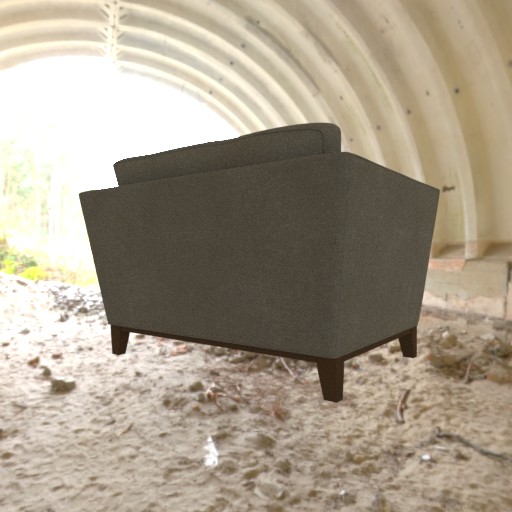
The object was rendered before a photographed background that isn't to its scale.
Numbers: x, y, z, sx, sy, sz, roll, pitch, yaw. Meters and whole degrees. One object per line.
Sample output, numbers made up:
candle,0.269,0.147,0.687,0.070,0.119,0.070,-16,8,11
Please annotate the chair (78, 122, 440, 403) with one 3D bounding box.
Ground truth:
chair,0.000,0.000,2.066,1.396,0.942,0.965,0,0,37
